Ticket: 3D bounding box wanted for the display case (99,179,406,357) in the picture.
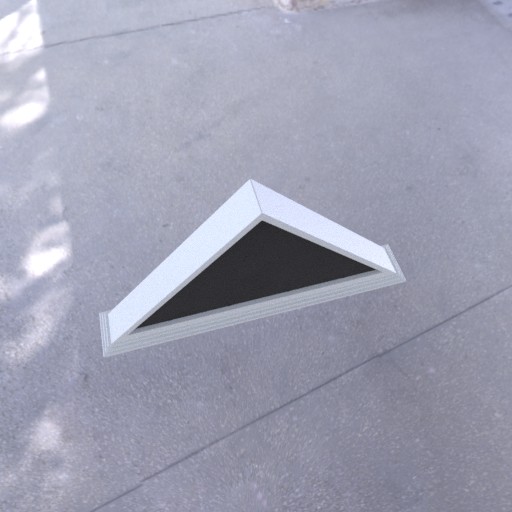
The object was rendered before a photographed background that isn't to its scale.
[{"bbox_3d":[0.000,0.000,0.787,0.640,0.340,0.095,-13,60,-8],"label":"display case"}]
